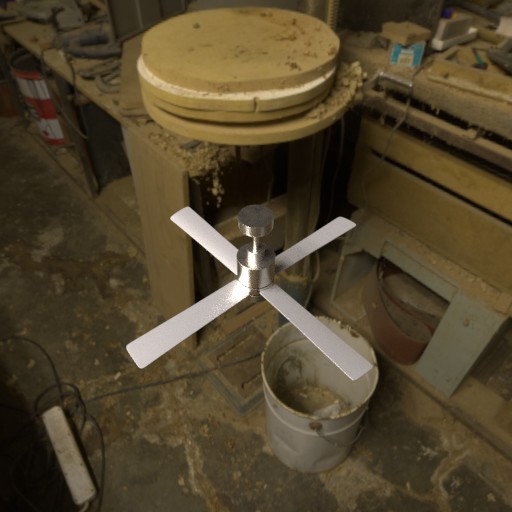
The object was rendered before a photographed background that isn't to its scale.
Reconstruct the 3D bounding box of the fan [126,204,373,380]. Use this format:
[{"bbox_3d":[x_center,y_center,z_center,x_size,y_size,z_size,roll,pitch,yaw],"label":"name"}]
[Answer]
[{"bbox_3d":[0.000,0.000,2.299,1.525,0.539,1.525,-31,53,-27],"label":"fan"}]
